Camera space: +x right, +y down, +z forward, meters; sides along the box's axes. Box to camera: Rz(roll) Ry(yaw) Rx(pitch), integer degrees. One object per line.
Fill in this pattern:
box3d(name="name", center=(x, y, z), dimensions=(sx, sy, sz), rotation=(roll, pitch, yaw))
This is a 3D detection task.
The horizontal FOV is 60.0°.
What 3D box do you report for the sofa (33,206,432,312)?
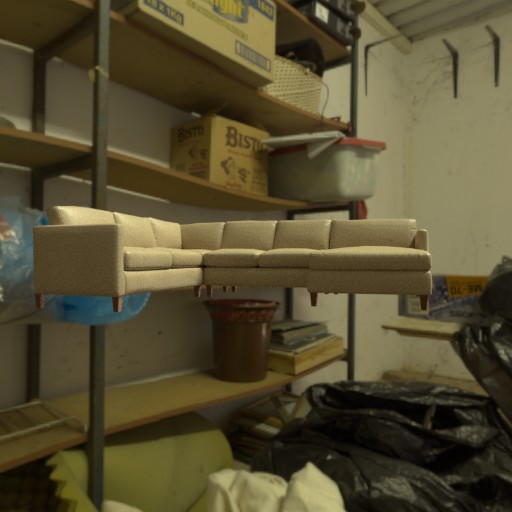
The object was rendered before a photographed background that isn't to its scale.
box3d(name="sofa", center=(0.000, 0.000, 4.670), dimensions=(3.460, 0.961, 2.594), rotation=(0, 0, 18))
